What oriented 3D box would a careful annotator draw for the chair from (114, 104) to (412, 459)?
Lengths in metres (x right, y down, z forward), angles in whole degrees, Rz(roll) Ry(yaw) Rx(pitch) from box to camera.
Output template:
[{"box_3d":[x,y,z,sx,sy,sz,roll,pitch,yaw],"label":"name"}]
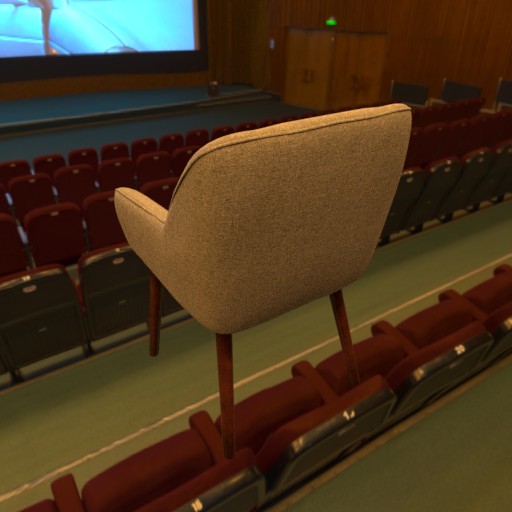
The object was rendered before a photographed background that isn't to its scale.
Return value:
[{"box_3d":[0.000,0.000,1.139,0.543,0.803,0.519,-19,36,-28],"label":"chair"}]
